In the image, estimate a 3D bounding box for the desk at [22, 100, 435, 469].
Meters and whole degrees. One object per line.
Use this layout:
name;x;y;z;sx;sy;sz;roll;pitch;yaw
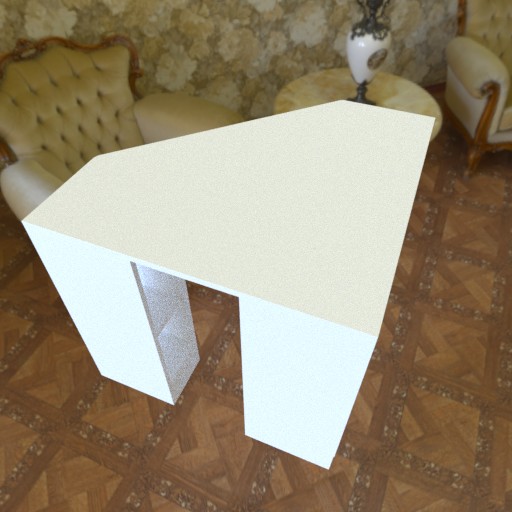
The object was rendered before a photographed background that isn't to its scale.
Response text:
desk;0.000;0.000;1.621;0.926;0.818;0.940;17;49;15
